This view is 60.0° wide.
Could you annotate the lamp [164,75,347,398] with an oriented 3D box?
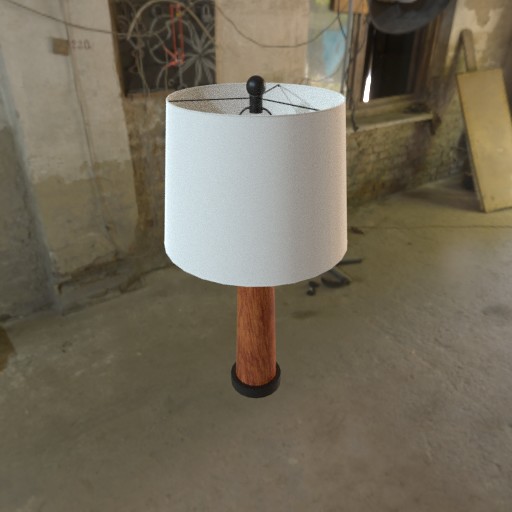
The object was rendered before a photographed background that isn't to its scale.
[{"bbox_3d":[0.000,0.000,0.877,0.349,0.667,0.349,0,30,0],"label":"lamp"}]
